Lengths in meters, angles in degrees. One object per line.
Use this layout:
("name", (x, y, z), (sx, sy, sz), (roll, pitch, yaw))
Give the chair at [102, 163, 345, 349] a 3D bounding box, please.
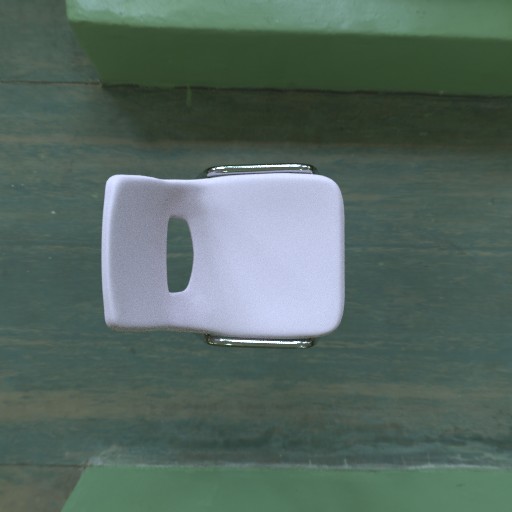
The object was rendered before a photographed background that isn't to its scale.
("chair", (0.000, 0.000, 0.925), (0.436, 0.653, 0.381), (0, 89, -1))
